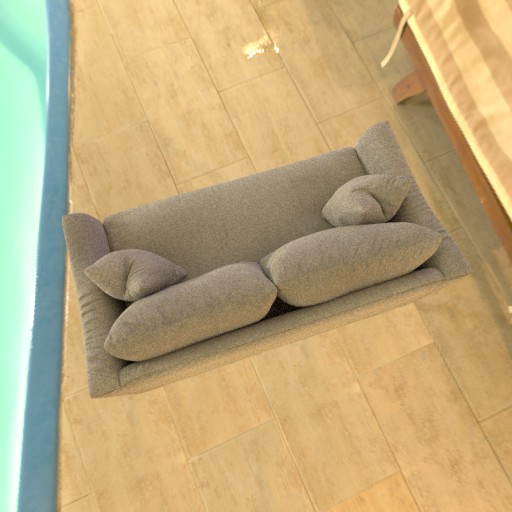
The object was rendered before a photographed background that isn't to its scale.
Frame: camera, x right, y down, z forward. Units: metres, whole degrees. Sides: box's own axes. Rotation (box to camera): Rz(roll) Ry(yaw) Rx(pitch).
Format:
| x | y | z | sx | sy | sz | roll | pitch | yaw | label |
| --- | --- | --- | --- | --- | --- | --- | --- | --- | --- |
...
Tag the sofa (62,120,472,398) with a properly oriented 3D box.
| x | y | z | sx | sy | sz | roll | pitch | yaw | label |
| --- | --- | --- | --- | --- | --- | --- | --- | --- | --- |
| 0.000 | 0.000 | 2.642 | 2.010 | 1.018 | 1.072 | -17 | 75 | -5 | sofa |
